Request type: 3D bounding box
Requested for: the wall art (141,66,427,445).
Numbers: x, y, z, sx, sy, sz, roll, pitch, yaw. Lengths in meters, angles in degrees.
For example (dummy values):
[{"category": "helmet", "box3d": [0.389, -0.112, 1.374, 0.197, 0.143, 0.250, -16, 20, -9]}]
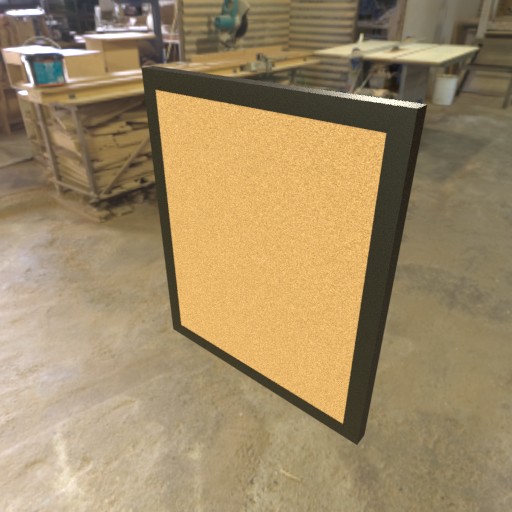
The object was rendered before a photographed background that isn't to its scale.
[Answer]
[{"category": "wall art", "box3d": [0.000, 0.000, 0.688, 0.432, 0.508, 0.025, 23, 38, 34]}]
